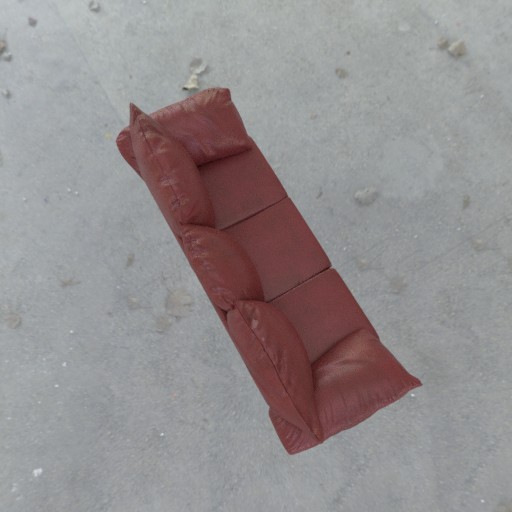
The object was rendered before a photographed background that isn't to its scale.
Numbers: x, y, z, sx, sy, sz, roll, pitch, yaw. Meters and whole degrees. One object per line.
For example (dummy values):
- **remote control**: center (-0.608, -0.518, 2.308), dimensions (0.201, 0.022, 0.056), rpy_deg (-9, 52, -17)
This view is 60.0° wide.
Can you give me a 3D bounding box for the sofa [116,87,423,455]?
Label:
- **sofa**: center (0.000, 0.000, 2.948), dimensions (0.907, 1.091, 2.390), rpy_deg (-29, 77, -8)
